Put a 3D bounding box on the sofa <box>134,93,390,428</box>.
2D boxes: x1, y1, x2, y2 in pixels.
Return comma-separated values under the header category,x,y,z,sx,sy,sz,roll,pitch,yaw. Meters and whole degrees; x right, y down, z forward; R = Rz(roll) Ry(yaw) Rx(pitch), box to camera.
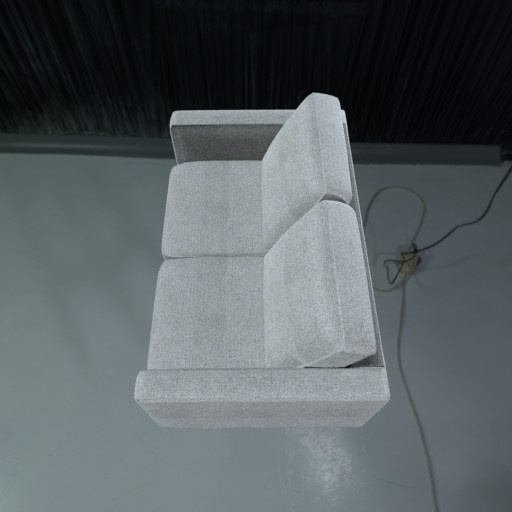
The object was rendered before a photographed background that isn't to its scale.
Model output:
category,x,y,z,sx,sy,sz,roll,pitch,yaw
sofa,0.000,0.000,2.209,0.969,0.973,1.527,0,59,0
